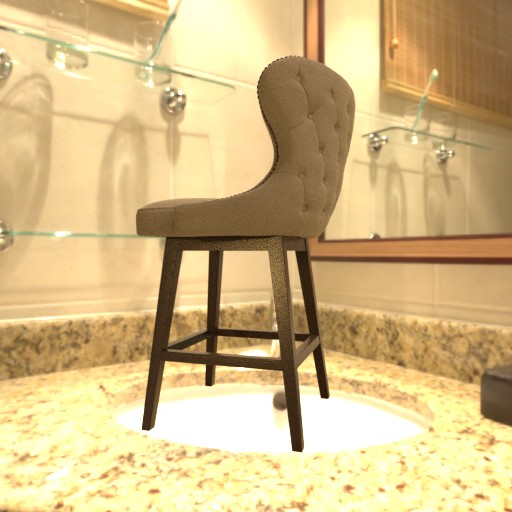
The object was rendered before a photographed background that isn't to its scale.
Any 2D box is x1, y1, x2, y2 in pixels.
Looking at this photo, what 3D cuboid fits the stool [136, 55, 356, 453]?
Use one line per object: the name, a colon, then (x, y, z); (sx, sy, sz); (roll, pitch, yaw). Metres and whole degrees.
stool: (0.000, 0.000, 1.368); (0.597, 0.972, 0.615); (0, 1, 18)
